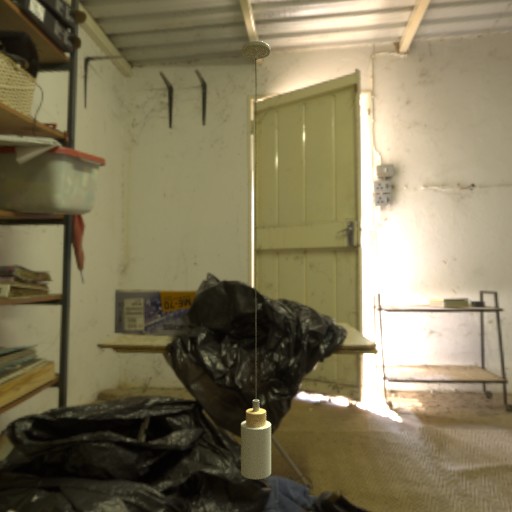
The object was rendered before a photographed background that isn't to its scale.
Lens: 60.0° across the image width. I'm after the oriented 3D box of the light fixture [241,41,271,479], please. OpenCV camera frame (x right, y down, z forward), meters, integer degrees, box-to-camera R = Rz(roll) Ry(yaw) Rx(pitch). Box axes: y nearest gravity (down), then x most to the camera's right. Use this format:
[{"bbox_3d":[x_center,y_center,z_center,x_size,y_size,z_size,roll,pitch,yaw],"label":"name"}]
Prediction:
[{"bbox_3d":[0.000,0.000,1.880,0.125,1.798,0.125,1,-3,-17],"label":"light fixture"}]
